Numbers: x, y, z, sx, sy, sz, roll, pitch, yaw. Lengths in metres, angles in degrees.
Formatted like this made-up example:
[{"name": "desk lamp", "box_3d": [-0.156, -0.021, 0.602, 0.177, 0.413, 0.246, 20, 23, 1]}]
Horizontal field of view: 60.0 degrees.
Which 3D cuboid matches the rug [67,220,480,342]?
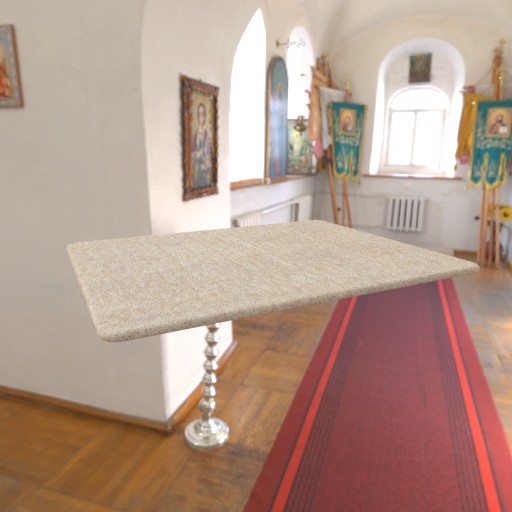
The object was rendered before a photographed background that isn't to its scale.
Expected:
[{"name": "rug", "box_3d": [0.000, 0.000, 3.361, 2.528, 0.048, 2.009, -7, 17, -26]}]
